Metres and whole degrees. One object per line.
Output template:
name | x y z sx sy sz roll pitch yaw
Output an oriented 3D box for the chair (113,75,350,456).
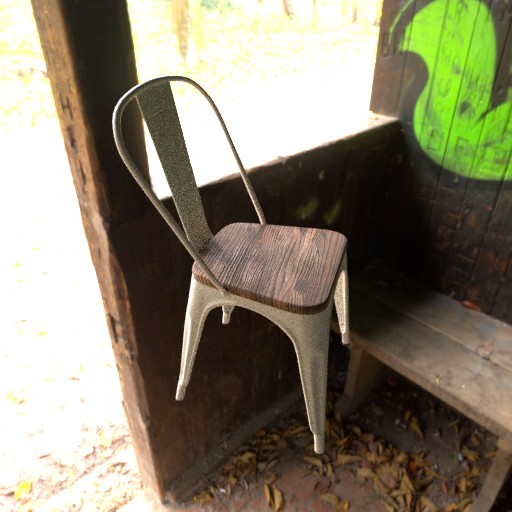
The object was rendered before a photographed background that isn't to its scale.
chair | 0.000 0.000 1.168 0.521 0.851 0.452 10 34 16
